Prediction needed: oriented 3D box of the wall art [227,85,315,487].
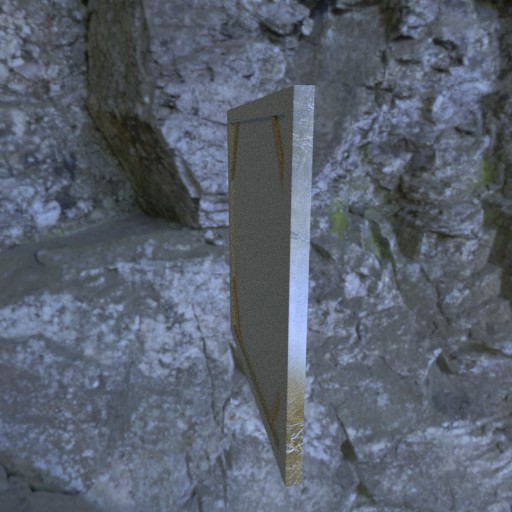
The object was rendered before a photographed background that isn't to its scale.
[{"bbox_3d":[0.000,0.000,1.661,0.051,1.091,1.092,-3,16,-11],"label":"wall art"}]
